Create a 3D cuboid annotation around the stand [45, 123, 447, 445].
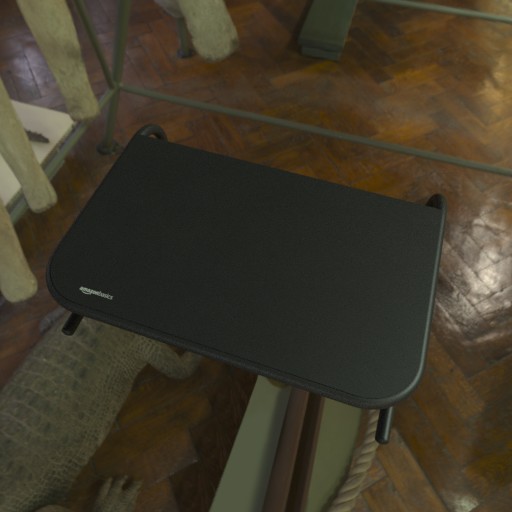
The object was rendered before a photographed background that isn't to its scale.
[{"bbox_3d":[0.000,0.000,0.498,0.370,0.108,0.280,16,59,10],"label":"stand"}]
